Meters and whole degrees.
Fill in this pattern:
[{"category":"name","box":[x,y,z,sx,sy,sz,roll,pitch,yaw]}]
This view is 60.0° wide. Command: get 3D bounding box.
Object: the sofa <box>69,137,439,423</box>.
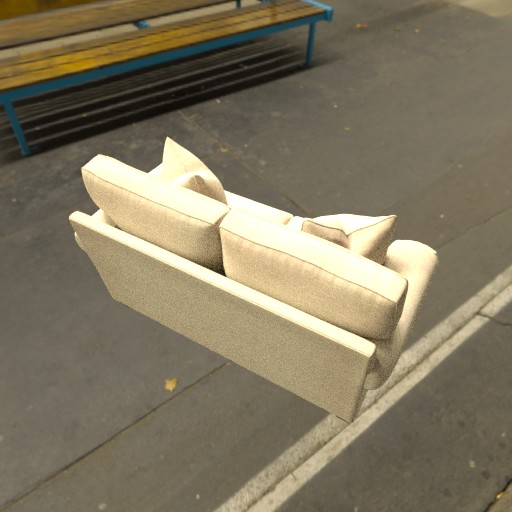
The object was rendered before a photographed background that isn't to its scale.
[{"category":"sofa","box":[0.000,0.000,2.343,1.701,0.966,0.966,23,49,21]}]
